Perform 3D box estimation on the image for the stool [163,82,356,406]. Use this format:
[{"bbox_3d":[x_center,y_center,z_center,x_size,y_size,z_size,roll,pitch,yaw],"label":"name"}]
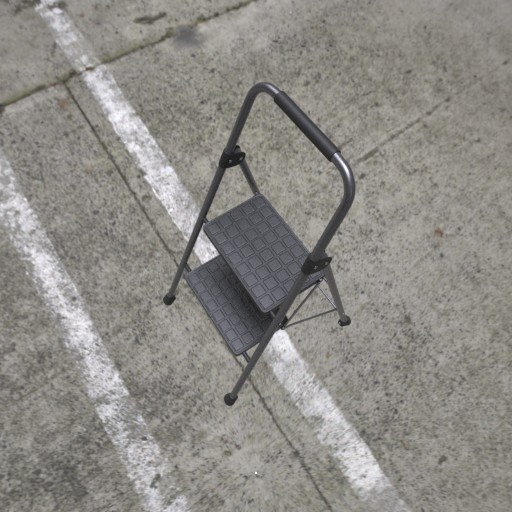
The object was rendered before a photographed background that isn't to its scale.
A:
[{"bbox_3d":[0.000,0.000,1.173,0.514,0.872,0.450,-31,68,-14],"label":"stool"}]
